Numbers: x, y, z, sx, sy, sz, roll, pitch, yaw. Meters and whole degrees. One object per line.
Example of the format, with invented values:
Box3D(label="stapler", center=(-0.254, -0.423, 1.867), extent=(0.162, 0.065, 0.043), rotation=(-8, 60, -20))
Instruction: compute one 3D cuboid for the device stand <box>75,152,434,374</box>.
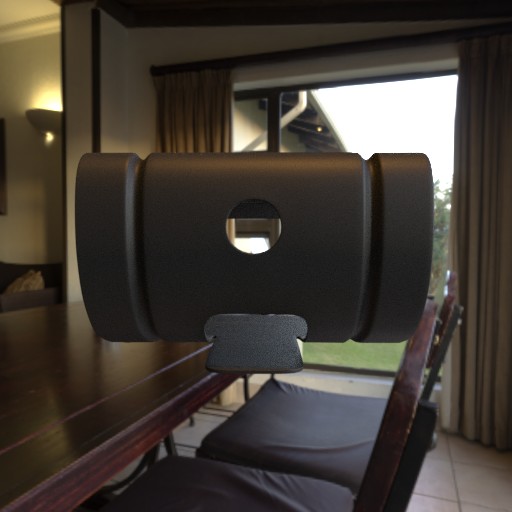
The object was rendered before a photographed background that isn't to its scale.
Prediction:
Box3D(label="device stand", center=(0.000, 0.000, 0.408), extent=(0.256, 0.155, 0.236), rotation=(0, 2, 1))
